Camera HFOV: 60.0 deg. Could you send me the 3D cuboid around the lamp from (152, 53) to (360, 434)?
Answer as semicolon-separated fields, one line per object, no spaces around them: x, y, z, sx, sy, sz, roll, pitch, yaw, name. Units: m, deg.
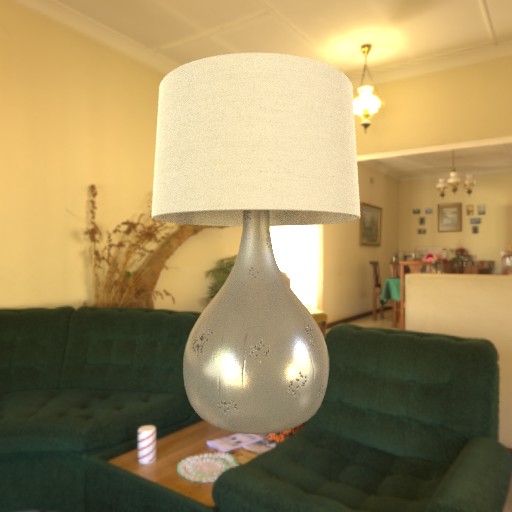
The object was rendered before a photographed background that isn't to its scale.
0.000;0.000;0.720;0.330;0.521;0.330;0;0;0;lamp
